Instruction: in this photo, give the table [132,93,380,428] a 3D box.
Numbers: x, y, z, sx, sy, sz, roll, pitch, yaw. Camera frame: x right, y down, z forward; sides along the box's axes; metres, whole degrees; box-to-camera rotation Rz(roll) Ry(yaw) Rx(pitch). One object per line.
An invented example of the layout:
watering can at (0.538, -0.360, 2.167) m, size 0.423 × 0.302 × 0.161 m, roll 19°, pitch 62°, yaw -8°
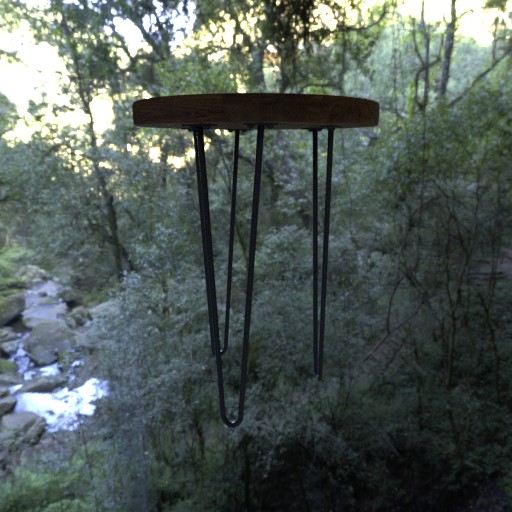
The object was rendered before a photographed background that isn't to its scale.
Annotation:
table at (0.000, 0.000, 0.805) m, size 0.400 × 0.520 × 0.400 m, roll 0°, pitch 15°, yaw 0°
